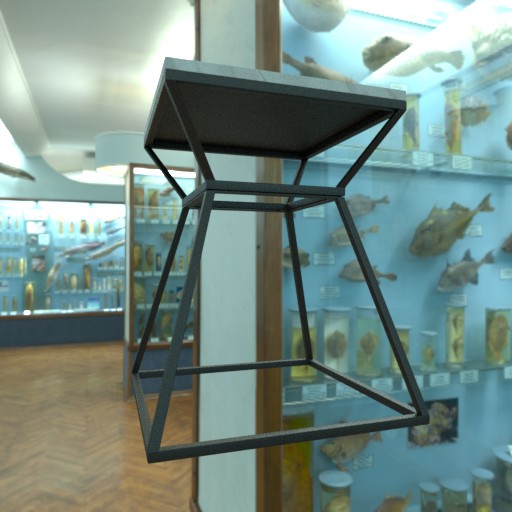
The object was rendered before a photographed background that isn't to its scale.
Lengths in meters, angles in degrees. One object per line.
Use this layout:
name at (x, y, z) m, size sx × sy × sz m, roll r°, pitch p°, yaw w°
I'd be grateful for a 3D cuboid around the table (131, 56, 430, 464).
table at (0.000, 0.000, 0.878) m, size 0.455 × 0.559 × 0.455 m, roll 0°, pitch -1°, yaw -18°
